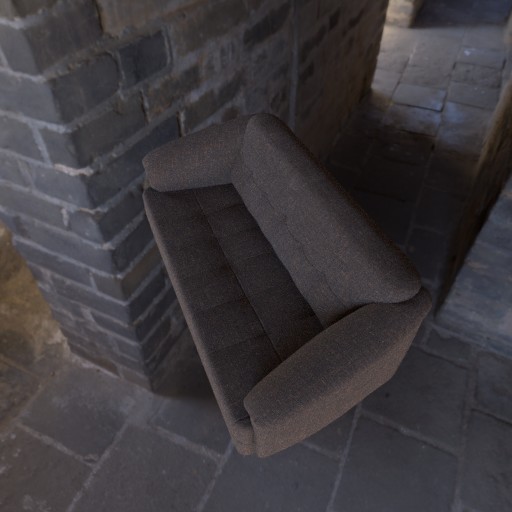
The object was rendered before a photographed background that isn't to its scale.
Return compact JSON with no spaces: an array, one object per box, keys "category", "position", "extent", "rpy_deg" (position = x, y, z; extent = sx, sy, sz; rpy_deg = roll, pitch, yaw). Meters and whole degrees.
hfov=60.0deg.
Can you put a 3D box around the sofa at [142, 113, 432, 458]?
[{"category":"sofa","position":[0.000,0.000,2.331],"extent":[0.887,0.790,1.849],"rpy_deg":[-17,49,-16]}]
